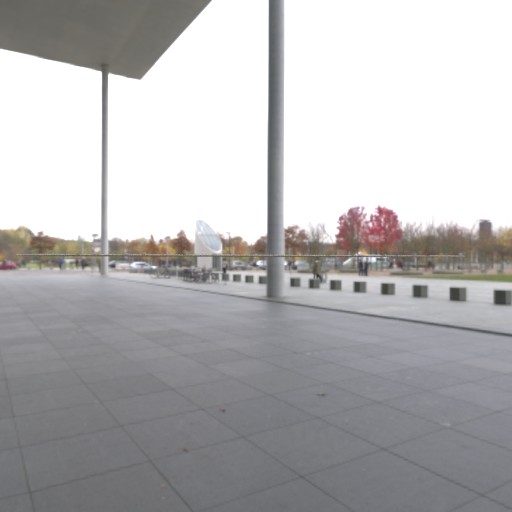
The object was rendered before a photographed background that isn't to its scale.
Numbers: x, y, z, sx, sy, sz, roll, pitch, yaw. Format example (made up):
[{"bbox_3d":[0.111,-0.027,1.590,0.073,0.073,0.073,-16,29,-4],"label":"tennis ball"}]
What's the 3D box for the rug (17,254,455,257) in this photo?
[{"bbox_3d":[0.000,0.000,2.650,2.464,0.005,0.660,0,-1,-17],"label":"rug"}]
